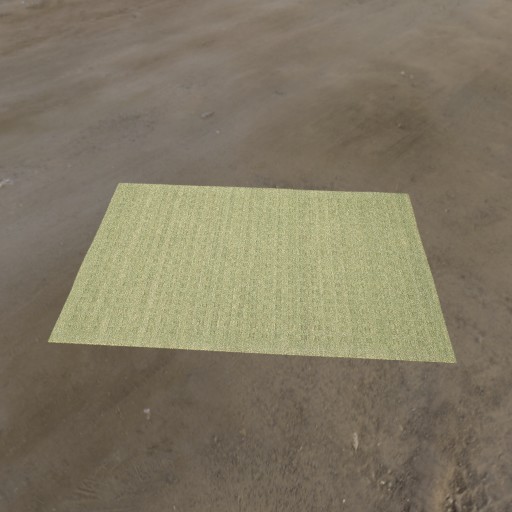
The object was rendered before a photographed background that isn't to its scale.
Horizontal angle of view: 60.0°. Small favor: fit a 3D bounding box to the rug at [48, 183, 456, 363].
[{"bbox_3d":[0.000,0.000,2.278,1.747,0.006,1.143,2,46,2],"label":"rug"}]
